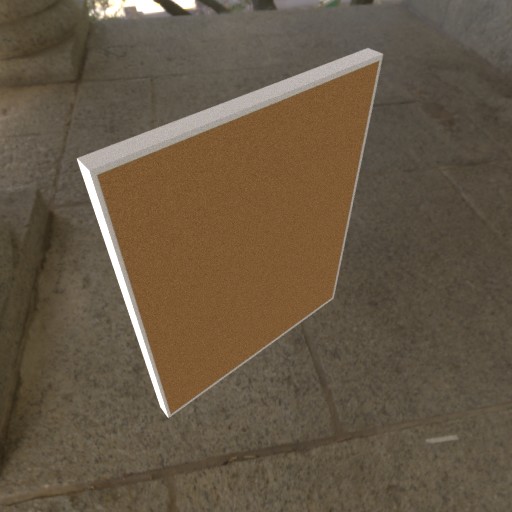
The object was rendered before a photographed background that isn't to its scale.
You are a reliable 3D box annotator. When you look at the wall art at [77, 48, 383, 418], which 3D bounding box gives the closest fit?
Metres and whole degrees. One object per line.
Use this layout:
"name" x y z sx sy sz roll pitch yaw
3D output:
"wall art" 0.000 0.000 0.730 0.443 0.549 0.030 -31 53 -27
